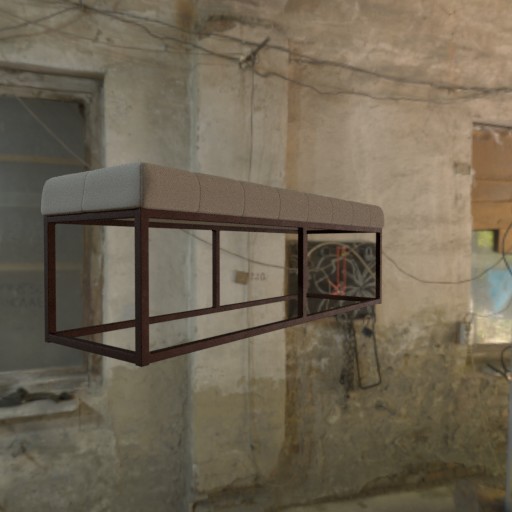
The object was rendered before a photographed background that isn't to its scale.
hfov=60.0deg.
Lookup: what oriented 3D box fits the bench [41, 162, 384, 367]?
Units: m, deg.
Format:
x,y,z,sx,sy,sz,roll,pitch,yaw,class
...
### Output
x,y,z,sx,sy,sz,roll,pitch,yaw,class
0.000,0.000,1.745,0.479,0.488,1.488,1,2,37,bench
